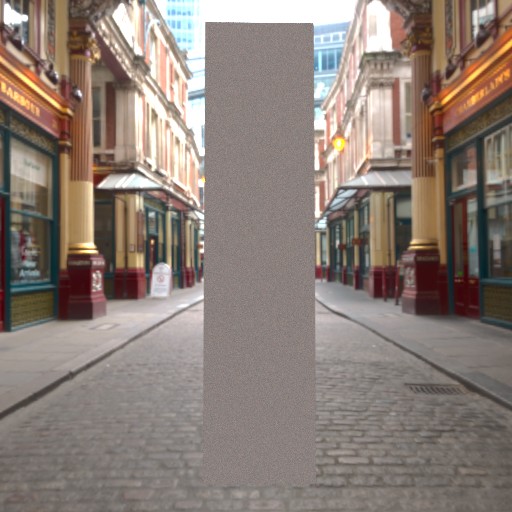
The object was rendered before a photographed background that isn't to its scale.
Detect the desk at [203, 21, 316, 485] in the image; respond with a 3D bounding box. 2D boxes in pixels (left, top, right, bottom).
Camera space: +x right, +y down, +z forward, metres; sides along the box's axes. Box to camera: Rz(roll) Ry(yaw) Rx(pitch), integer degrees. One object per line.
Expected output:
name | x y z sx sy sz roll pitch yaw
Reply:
desk | 0.000 0.000 2.799 0.480 2.000 1.770 0 -2 -1
